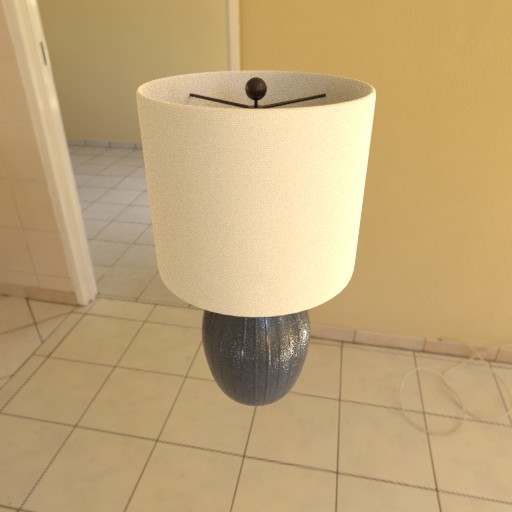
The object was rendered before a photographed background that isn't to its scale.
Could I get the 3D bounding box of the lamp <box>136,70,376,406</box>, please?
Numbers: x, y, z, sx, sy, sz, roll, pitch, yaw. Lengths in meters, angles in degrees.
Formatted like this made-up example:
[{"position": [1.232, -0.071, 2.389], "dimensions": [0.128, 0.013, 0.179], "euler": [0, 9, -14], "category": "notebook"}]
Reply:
[{"position": [0.000, 0.000, 0.756], "dimensions": [0.329, 0.570, 0.329], "euler": [1, 30, 1], "category": "lamp"}]
